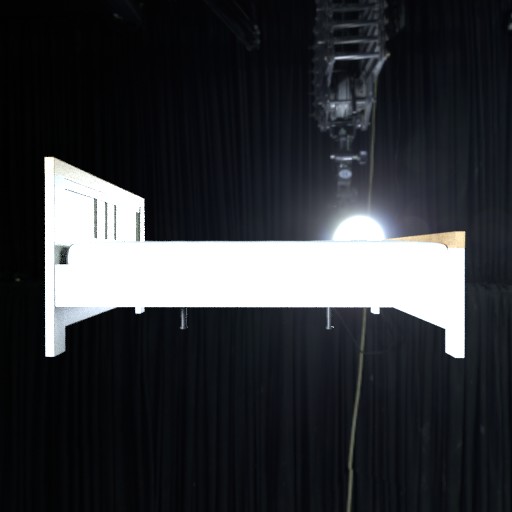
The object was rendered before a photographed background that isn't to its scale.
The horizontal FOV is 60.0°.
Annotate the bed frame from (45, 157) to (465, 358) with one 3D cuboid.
[{"bbox_3d":[0.000,0.000,2.997,2.050,0.980,1.670,0,0,1],"label":"bed frame"}]
